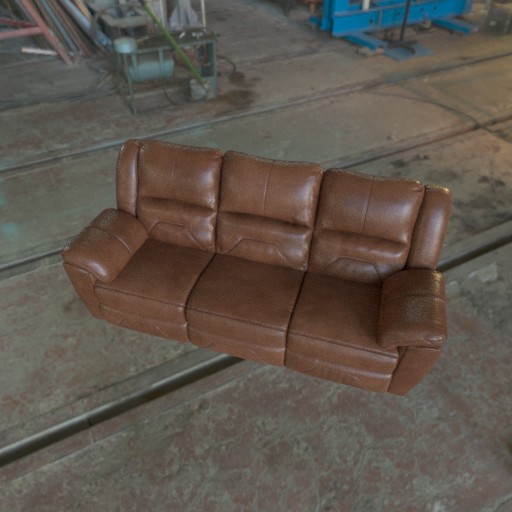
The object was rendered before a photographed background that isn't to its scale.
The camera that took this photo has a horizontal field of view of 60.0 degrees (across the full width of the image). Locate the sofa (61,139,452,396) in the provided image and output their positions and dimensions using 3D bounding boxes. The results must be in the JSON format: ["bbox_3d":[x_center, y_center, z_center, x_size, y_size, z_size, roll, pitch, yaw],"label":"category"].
[{"bbox_3d":[0.000,0.000,2.902,2.337,1.043,0.991,12,44,12],"label":"sofa"}]
